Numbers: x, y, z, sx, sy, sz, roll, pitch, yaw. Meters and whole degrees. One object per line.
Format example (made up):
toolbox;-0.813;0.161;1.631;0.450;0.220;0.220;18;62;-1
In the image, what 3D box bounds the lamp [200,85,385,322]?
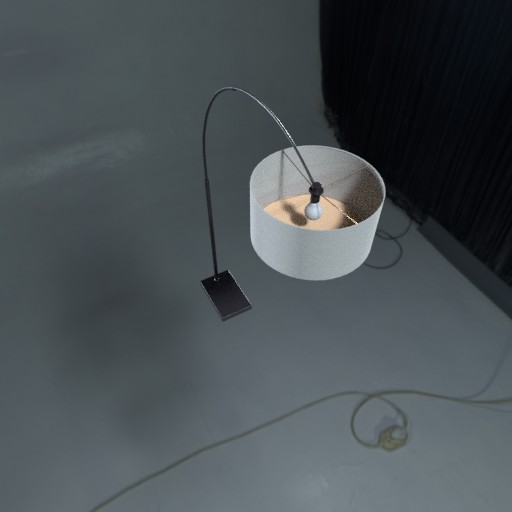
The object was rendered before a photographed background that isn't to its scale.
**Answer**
lamp;0.000;0.000;2.525;0.493;1.927;1.424;-22;51;-19
